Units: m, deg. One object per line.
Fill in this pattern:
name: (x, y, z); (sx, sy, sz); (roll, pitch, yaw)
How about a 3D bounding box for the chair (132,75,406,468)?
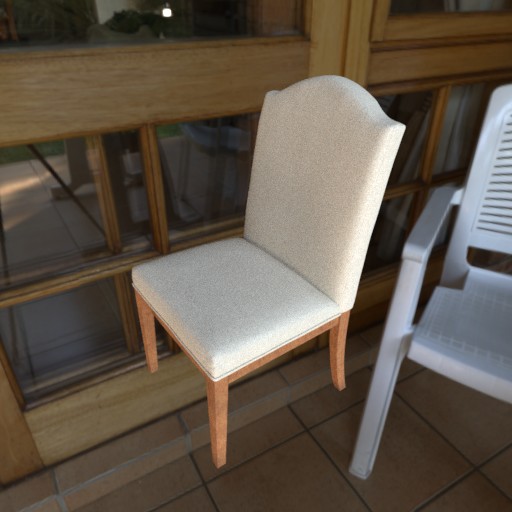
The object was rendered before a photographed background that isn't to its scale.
chair: (0.000, 0.000, 1.397); (0.648, 1.012, 0.534); (-21, 37, -30)
